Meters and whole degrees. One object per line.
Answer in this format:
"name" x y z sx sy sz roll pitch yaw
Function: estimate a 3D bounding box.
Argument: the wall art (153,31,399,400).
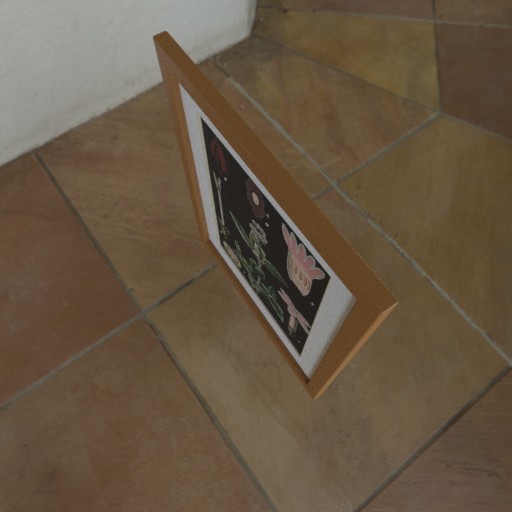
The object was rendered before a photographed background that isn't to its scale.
"wall art" 0.000 0.000 0.738 0.021 0.550 0.449 -31 68 -14
